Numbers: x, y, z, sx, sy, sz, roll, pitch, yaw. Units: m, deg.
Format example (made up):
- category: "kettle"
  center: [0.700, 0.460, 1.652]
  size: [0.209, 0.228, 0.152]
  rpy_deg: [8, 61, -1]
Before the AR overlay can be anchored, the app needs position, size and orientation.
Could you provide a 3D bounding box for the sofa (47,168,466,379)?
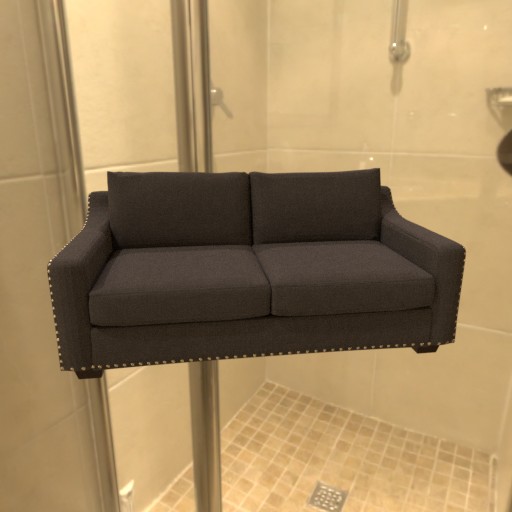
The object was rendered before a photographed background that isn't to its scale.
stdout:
- category: "sofa"
  center: [0.000, 0.000, 3.276]
  size: [2.550, 1.196, 1.336]
  rpy_deg: [-2, 17, -8]
